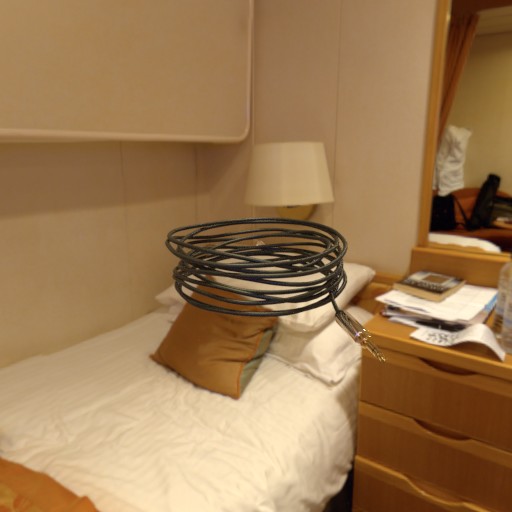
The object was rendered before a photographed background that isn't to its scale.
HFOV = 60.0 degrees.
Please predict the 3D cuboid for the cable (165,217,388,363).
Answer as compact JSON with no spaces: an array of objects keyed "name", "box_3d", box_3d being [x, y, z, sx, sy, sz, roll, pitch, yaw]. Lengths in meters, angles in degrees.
[{"name":"cable","box_3d":[0.000,0.000,0.501,0.198,0.069,0.432,-2,14,-10]}]
